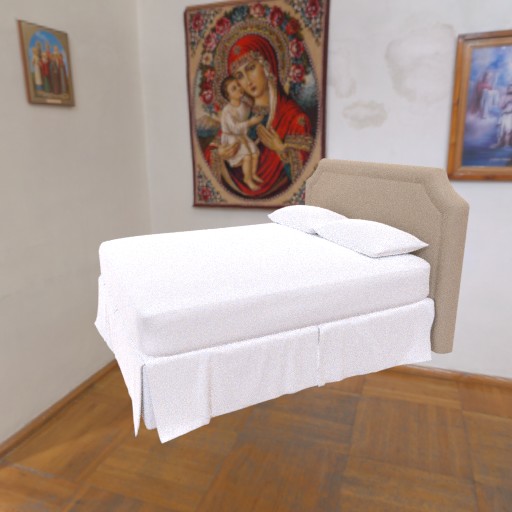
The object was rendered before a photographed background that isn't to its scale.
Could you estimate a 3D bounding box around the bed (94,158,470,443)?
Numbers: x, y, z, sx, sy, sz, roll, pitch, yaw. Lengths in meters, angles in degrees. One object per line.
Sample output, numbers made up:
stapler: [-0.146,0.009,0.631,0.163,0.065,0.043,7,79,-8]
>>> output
bed: [0.000,0.000,3.271,2.204,1.301,1.828,-7,17,-25]
